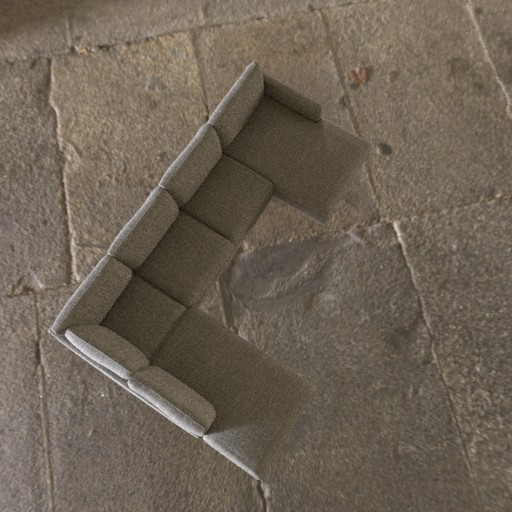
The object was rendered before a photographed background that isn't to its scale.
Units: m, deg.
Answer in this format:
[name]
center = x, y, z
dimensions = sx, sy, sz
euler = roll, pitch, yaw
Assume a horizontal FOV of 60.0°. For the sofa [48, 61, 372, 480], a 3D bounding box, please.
[sofa]
center = 0.000, 0.000, 3.529
dimensions = 1.879, 0.756, 2.737
euler = 32, 78, 8
